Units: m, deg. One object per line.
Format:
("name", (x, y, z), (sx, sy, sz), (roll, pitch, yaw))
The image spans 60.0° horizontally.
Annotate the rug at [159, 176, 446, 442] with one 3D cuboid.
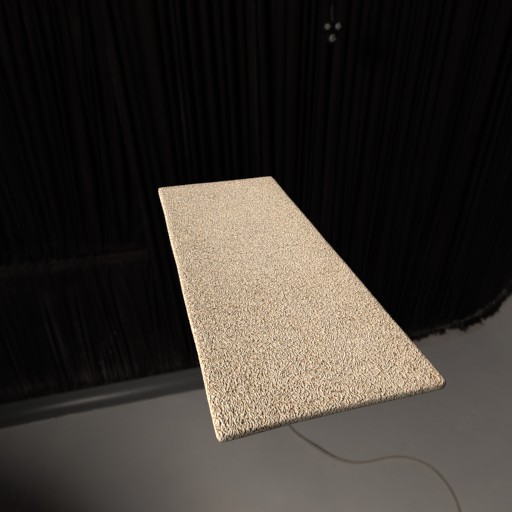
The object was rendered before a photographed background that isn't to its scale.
("rug", (0.000, 0.000, 1.708), (0.609, 0.030, 1.524), (-8, 32, -13))
